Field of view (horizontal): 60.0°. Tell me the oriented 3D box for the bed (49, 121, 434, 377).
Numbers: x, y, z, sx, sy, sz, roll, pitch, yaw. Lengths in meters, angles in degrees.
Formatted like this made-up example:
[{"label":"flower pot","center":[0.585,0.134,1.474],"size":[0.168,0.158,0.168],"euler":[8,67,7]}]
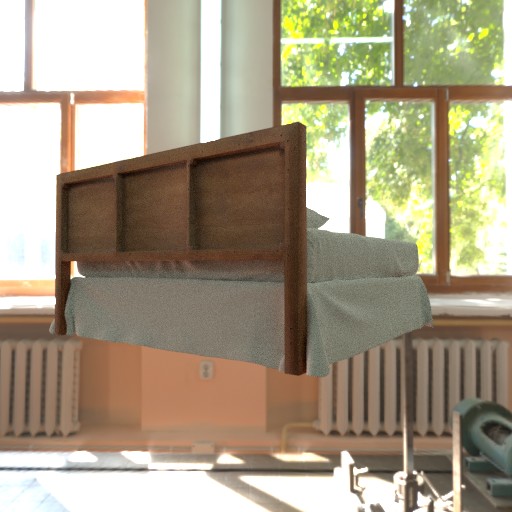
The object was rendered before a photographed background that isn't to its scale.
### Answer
[{"label":"bed","center":[0.000,0.000,3.442],"size":[2.255,1.158,2.165],"euler":[-1,-1,36]}]
